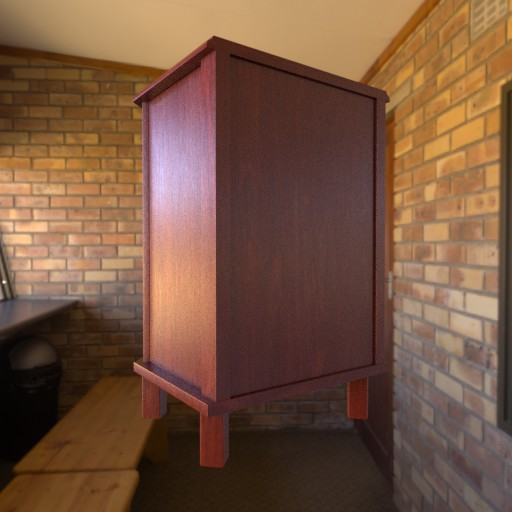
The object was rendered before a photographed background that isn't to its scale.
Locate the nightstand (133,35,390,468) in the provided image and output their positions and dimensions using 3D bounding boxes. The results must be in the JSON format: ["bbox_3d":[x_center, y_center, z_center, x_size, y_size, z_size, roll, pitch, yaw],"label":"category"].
[{"bbox_3d":[0.000,0.000,0.942,0.435,0.681,0.351,-1,1,-36],"label":"nightstand"}]
